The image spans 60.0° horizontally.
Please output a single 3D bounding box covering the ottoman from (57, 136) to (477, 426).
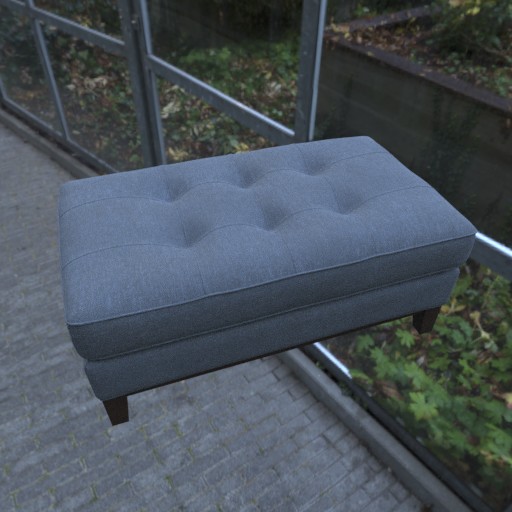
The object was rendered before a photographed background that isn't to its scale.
[{"bbox_3d":[0.000,0.000,1.461,1.143,0.514,0.648,-13,43,-14],"label":"ottoman"}]
